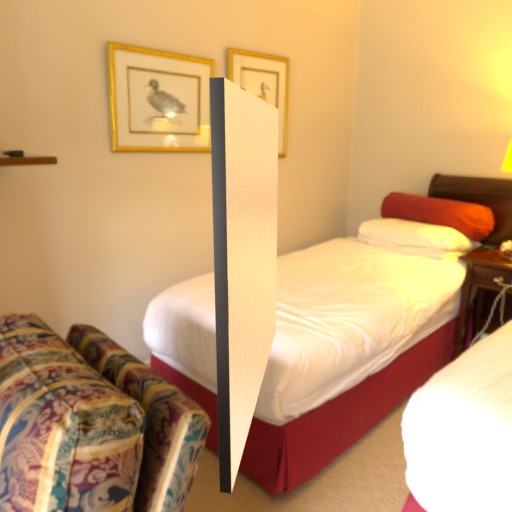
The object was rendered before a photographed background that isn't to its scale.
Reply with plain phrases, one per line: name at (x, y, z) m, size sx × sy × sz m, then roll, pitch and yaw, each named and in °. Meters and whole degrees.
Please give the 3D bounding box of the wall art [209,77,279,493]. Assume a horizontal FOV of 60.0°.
wall art at (0.000, 0.000, 0.663) m, size 0.014 × 0.445 × 0.446 m, roll 2°, pitch 15°, yaw 9°
